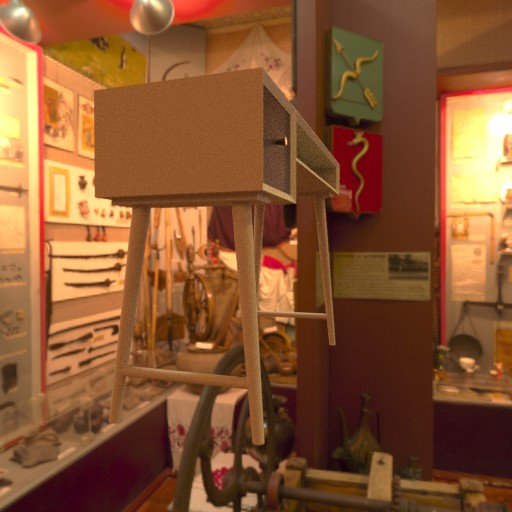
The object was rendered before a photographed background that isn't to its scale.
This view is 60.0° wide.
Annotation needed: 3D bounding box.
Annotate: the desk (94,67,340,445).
[{"bbox_3d":[0.000,0.000,1.444,0.409,0.761,1.069,0,1,19],"label":"desk"}]
